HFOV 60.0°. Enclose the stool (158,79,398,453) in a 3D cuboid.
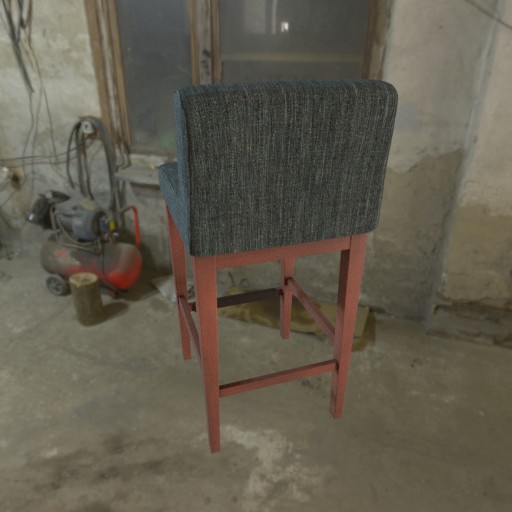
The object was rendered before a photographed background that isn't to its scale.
[{"bbox_3d":[0.000,0.000,1.093,0.395,0.835,0.459,-9,28,-17],"label":"stool"}]
